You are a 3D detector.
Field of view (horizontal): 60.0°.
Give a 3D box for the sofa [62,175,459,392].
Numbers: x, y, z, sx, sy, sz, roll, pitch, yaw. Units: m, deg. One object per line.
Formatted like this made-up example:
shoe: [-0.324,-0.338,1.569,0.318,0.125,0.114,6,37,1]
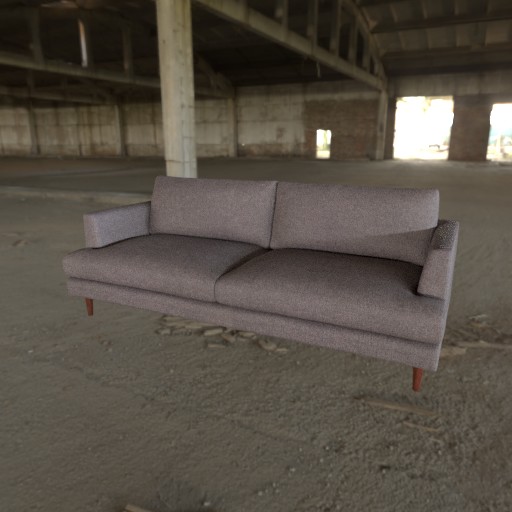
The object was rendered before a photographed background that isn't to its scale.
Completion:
sofa: [0.000,0.000,2.753,2.250,0.868,1.020,7,17,25]
